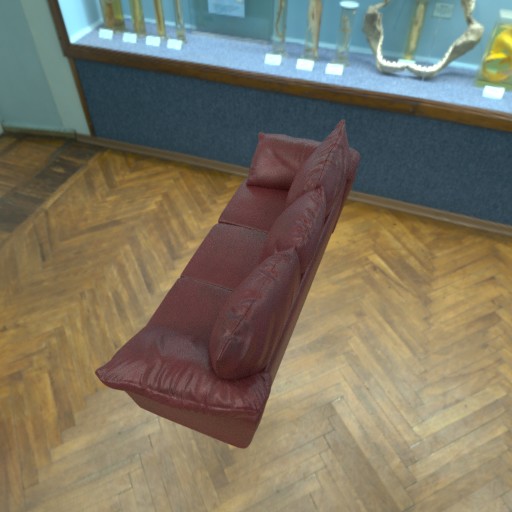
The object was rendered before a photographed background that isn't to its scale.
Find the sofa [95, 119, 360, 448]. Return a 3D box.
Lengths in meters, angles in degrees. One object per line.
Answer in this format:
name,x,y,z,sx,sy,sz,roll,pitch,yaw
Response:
sofa,0.000,0.000,2.962,0.907,1.091,2.390,16,48,15
